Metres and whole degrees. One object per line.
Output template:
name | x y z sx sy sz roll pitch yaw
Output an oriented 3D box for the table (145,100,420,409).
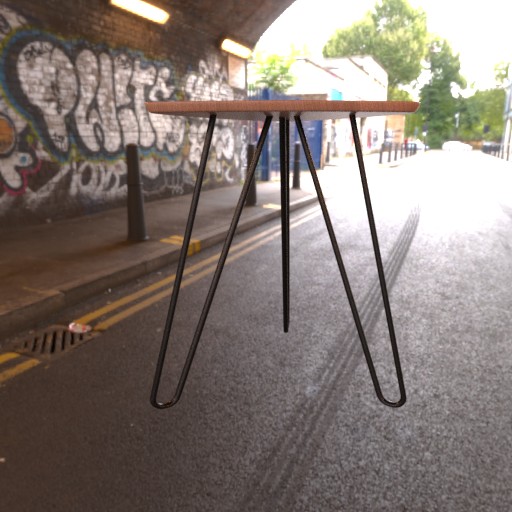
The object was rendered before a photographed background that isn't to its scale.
table | 0.000 0.000 0.881 0.455 0.564 0.442 -7 16 -26
